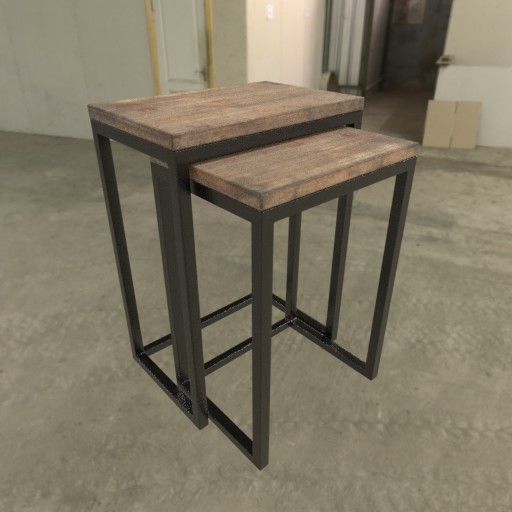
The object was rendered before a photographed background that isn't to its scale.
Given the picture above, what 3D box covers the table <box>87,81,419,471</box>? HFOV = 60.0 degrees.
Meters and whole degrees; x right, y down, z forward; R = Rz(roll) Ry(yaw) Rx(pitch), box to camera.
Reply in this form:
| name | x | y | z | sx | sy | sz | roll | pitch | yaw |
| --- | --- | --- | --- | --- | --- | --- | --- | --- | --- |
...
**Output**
| name | x | y | z | sx | sy | sz | roll | pitch | yaw |
| --- | --- | --- | --- | --- | --- | --- | --- | --- | --- |
| table | 0.000 | 0.000 | 0.946 | 0.456 | 0.615 | 0.460 | -22 | 36 | -33 |
